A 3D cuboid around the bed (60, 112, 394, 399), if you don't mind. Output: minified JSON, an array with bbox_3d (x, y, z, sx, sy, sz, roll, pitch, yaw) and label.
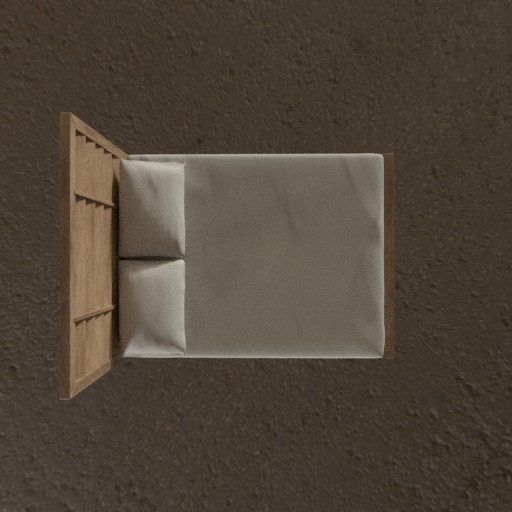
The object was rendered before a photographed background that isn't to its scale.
[{"bbox_3d":[0.000,0.000,3.296,2.197,1.626,1.626,0,90,1],"label":"bed"}]
